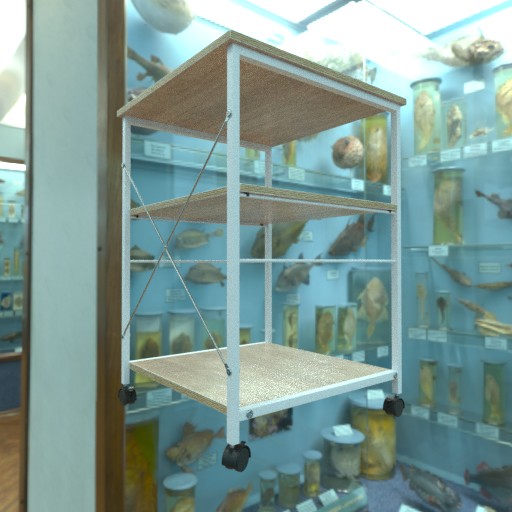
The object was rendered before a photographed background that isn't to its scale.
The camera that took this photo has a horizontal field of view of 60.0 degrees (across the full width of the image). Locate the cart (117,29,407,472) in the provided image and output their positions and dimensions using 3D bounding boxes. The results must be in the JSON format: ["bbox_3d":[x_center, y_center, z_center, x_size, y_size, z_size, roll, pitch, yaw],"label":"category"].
[{"bbox_3d":[0.000,0.000,1.113,0.520,0.762,0.521,1,-1,-38],"label":"cart"}]
